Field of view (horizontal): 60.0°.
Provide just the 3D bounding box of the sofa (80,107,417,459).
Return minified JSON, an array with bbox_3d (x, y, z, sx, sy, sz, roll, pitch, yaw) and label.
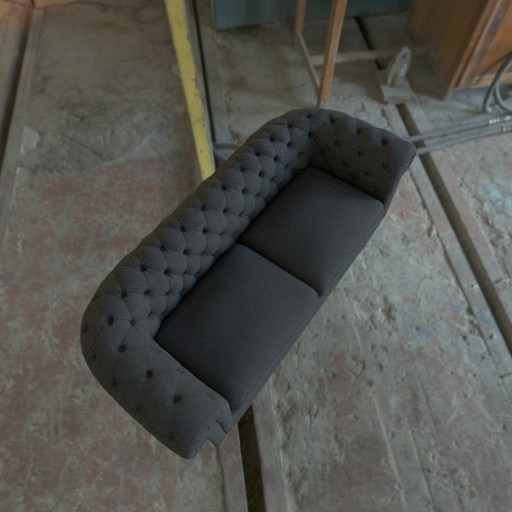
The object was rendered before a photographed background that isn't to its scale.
[{"bbox_3d":[0.000,0.000,2.830,0.991,0.762,2.362,32,64,18],"label":"sofa"}]
